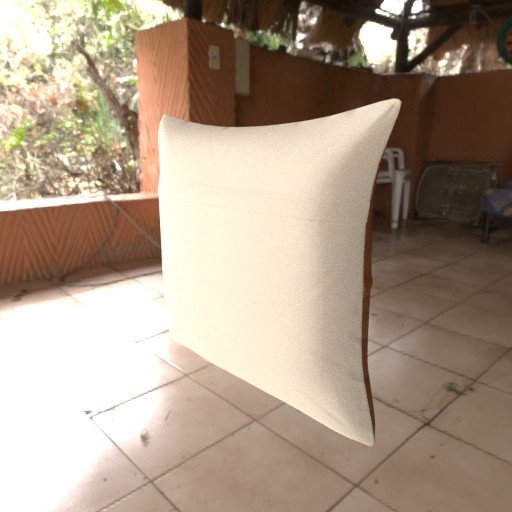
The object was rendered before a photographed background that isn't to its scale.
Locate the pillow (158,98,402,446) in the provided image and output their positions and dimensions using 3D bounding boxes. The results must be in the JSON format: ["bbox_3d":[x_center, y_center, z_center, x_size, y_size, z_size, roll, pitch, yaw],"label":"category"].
[{"bbox_3d":[0.000,0.000,0.753,0.192,0.477,0.501,-14,20,-42],"label":"pillow"}]
